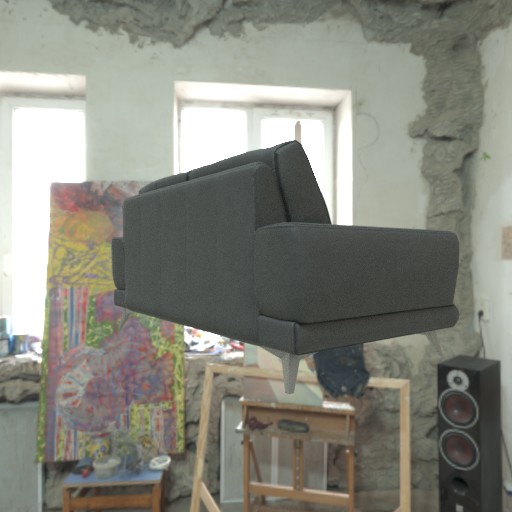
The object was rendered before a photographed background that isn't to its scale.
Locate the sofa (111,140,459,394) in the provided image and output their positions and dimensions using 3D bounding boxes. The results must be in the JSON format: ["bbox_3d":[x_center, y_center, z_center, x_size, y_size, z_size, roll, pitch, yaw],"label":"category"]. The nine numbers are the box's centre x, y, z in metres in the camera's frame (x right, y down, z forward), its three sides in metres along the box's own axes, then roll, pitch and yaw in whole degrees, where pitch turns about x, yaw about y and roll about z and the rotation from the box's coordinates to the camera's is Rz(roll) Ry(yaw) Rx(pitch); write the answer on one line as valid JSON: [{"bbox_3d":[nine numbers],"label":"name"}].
[{"bbox_3d":[0.000,0.000,2.403,1.018,0.907,1.806,0,0,-37],"label":"sofa"}]
